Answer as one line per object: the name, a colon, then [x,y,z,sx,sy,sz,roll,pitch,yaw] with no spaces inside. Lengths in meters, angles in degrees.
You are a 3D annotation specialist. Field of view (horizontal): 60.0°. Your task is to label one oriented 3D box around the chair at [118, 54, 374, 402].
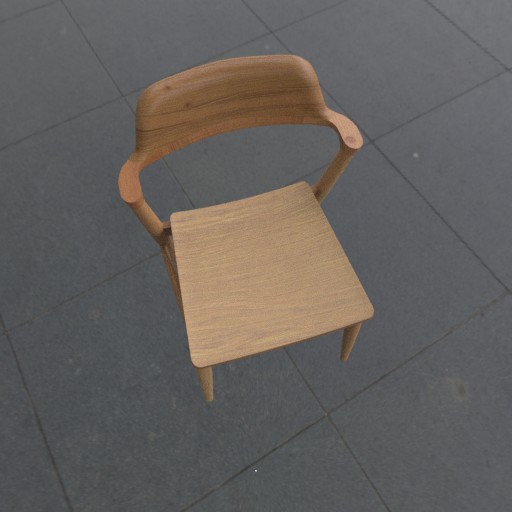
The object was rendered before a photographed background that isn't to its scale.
chair: [0.000,0.000,1.119,0.512,0.792,0.499,-15,65,-7]
